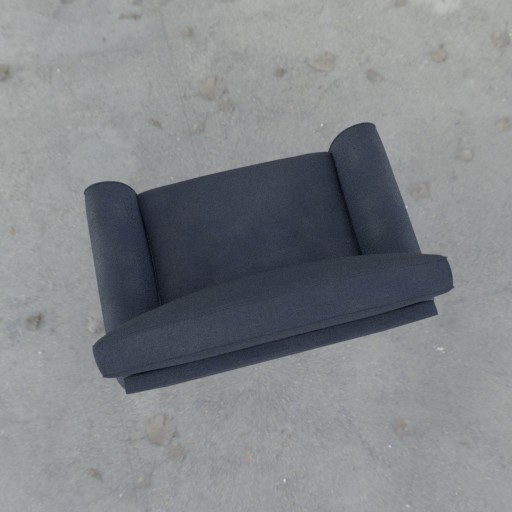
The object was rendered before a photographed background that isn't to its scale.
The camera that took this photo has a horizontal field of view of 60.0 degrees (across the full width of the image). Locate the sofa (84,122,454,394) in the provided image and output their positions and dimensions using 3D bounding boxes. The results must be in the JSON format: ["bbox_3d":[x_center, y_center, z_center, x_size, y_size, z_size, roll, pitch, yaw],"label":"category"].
[{"bbox_3d":[0.000,0.000,2.058,1.405,1.004,0.938,-14,76,-3],"label":"sofa"}]
